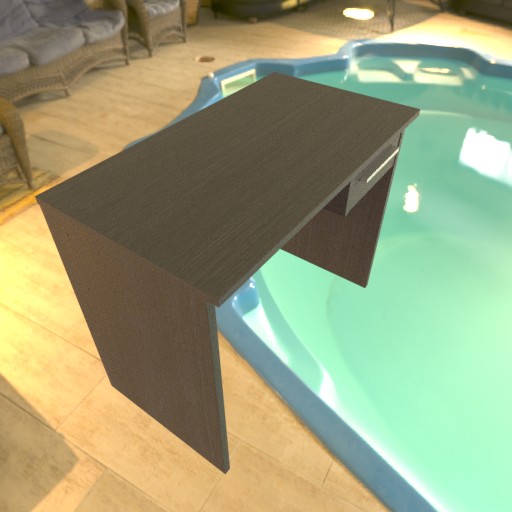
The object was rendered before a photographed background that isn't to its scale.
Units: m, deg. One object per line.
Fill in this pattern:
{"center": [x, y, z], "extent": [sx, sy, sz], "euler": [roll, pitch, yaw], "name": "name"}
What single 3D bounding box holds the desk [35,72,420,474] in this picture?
{"center": [0.000, 0.000, 1.330], "extent": [0.498, 0.724, 0.893], "euler": [26, 48, 26], "name": "desk"}
